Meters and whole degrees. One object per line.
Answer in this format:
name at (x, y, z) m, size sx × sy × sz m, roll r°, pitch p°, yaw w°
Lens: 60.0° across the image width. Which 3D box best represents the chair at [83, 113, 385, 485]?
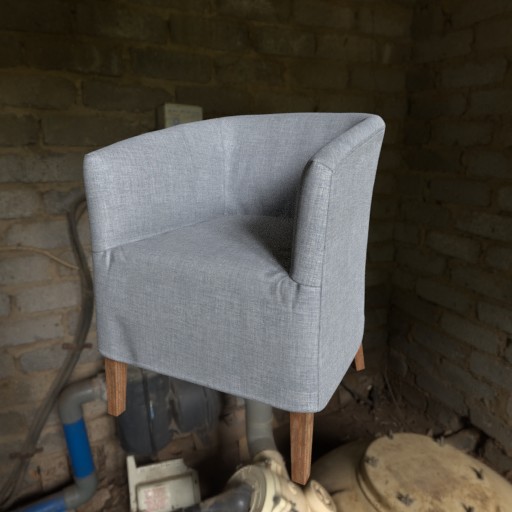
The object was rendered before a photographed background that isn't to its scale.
chair at (0.000, 0.000, 1.216) m, size 0.600 × 0.771 × 0.668 m, roll 8°, pitch 17°, yaw 26°
